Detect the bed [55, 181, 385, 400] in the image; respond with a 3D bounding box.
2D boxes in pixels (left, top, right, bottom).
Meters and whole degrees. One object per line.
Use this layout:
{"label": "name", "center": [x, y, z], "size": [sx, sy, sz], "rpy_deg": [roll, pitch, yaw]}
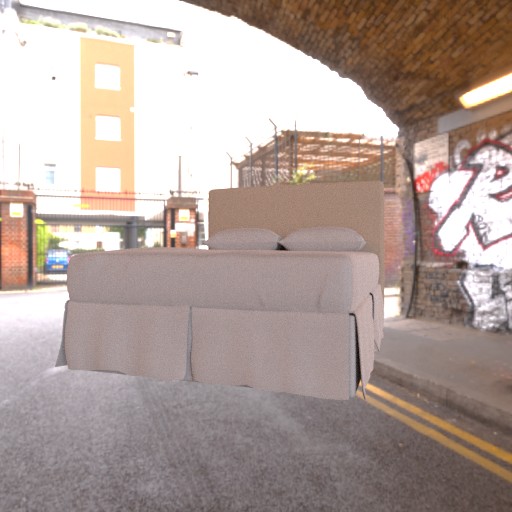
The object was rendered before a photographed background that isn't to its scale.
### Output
{"label": "bed", "center": [0.000, 0.000, 3.235], "size": [1.748, 1.330, 2.142], "rpy_deg": [0, 0, 19]}
